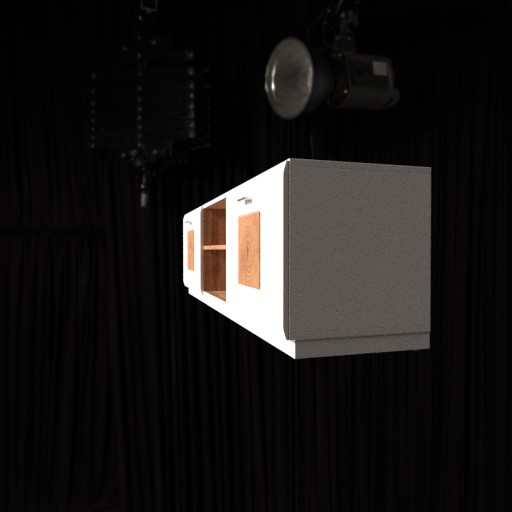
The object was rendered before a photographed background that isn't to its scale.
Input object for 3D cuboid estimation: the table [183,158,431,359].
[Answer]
[{"bbox_3d":[0.000,0.000,1.744,0.400,0.440,1.550,0,1,-17],"label":"table"}]
